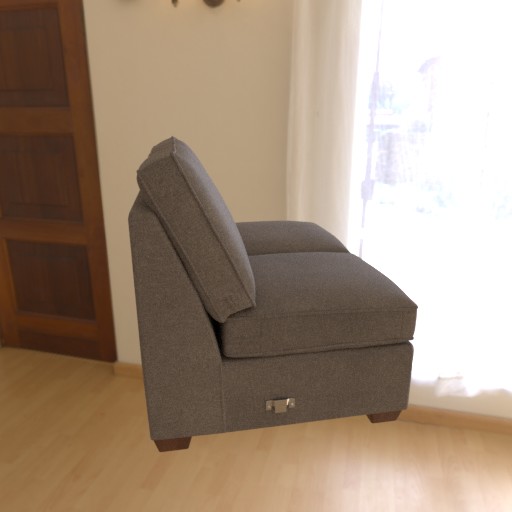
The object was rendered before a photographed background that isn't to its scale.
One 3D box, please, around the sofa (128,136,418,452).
[{"bbox_3d":[0.000,0.000,1.992,0.951,1.008,1.237,-3,17,-10],"label":"sofa"}]
